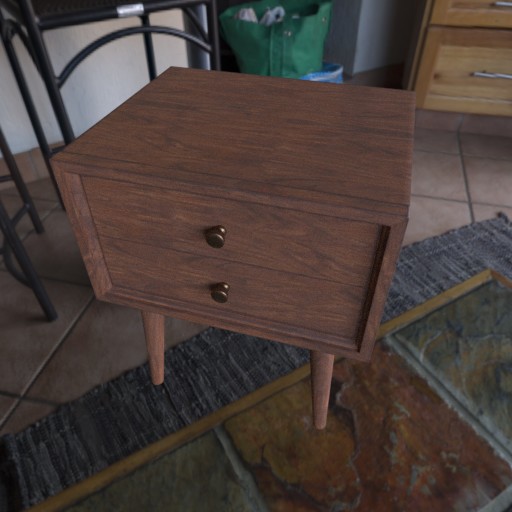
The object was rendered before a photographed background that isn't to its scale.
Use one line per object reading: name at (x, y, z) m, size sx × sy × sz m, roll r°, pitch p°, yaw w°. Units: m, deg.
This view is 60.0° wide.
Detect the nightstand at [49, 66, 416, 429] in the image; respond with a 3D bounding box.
nightstand at (0.000, 0.000, 0.956) m, size 0.521 × 0.607 × 0.445 m, roll 11°, pitch 42°, yaw 12°
